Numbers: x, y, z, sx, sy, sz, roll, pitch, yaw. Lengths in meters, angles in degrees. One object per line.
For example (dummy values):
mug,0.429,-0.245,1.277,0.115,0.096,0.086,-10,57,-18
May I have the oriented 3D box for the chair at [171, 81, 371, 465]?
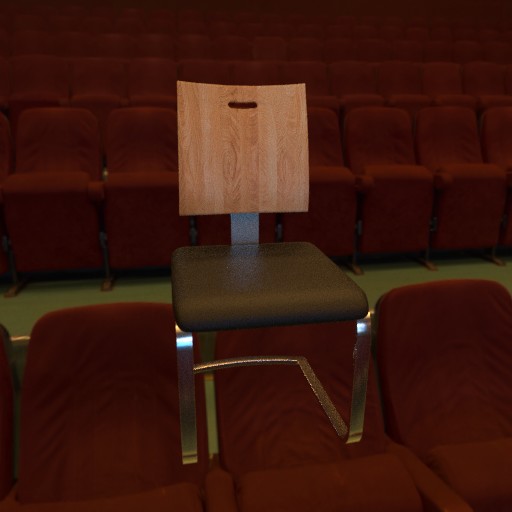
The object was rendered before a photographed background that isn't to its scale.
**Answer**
chair,0.000,0.000,1.216,0.462,0.936,0.560,-3,15,-10
